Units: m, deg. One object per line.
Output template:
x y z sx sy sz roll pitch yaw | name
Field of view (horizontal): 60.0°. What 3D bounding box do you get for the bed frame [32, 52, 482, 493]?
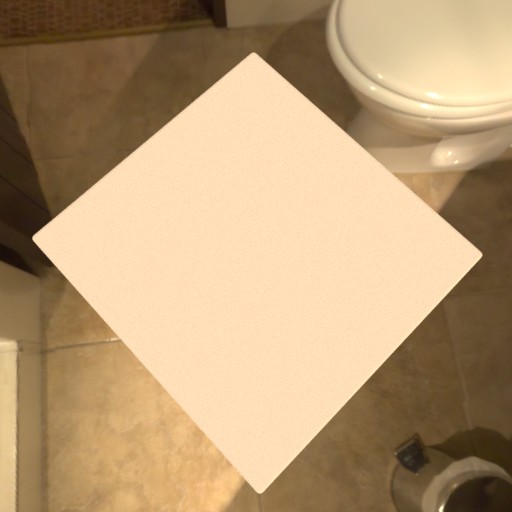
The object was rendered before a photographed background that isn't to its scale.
0.000 0.000 2.975 1.935 0.525 2.033 -43 80 -10 | bed frame
